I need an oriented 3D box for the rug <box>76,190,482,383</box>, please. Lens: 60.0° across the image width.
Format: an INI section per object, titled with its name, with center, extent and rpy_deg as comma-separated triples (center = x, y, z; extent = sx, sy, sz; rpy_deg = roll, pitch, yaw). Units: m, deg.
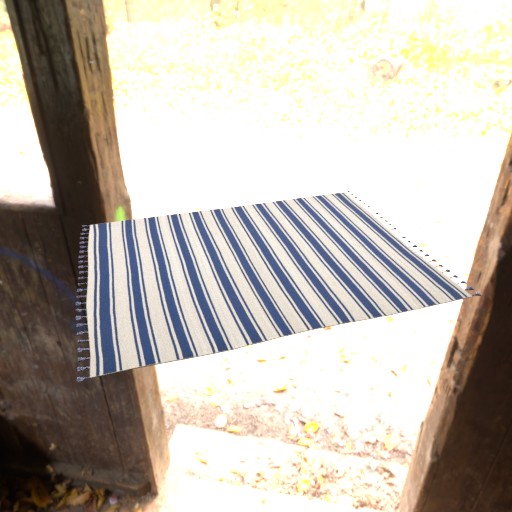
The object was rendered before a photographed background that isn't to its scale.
[rug]
center = 0.000, 0.000, 4.464
extent = 3.416, 0.016, 2.471
rpy_deg = -9, 32, -15
